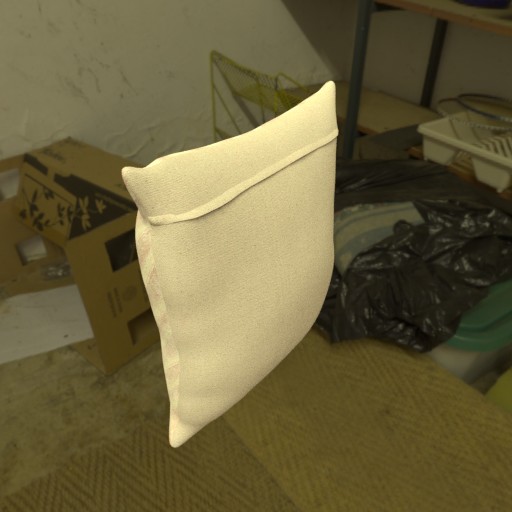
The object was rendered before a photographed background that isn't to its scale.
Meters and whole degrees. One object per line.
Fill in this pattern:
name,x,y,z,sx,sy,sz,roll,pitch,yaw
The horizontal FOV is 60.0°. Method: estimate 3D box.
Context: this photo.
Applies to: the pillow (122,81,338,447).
pillow,0.000,0.000,0.678,0.182,0.441,0.440,21,39,29
